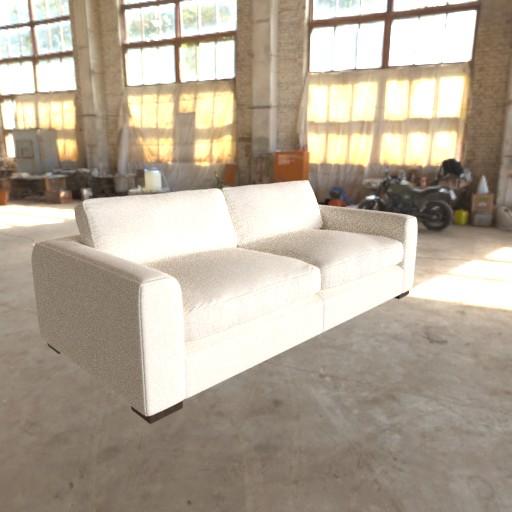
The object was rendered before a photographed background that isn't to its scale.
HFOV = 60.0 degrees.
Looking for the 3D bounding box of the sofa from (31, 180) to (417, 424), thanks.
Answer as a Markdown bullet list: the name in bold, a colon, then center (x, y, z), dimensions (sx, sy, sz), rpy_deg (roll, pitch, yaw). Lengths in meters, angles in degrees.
- **sofa**: center (0.000, 0.000, 2.723), dimensions (1.070, 0.801, 2.262), rpy_deg (13, 19, 43)
